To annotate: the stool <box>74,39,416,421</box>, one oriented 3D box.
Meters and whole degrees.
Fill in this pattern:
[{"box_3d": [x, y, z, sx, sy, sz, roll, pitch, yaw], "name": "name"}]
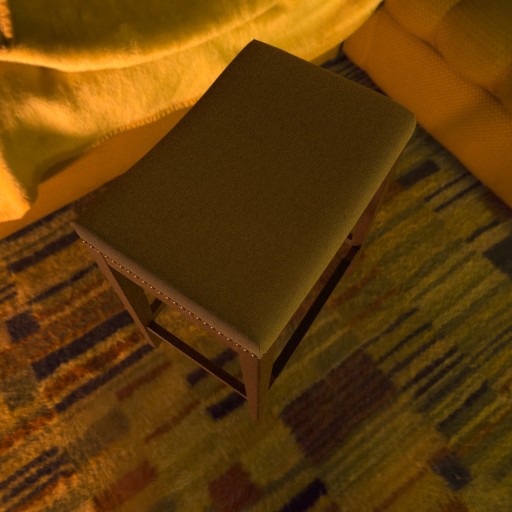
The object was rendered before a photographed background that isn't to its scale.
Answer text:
[{"box_3d": [0.000, 0.000, 0.964, 0.356, 0.660, 0.508, 31, 68, 14], "name": "stool"}]
